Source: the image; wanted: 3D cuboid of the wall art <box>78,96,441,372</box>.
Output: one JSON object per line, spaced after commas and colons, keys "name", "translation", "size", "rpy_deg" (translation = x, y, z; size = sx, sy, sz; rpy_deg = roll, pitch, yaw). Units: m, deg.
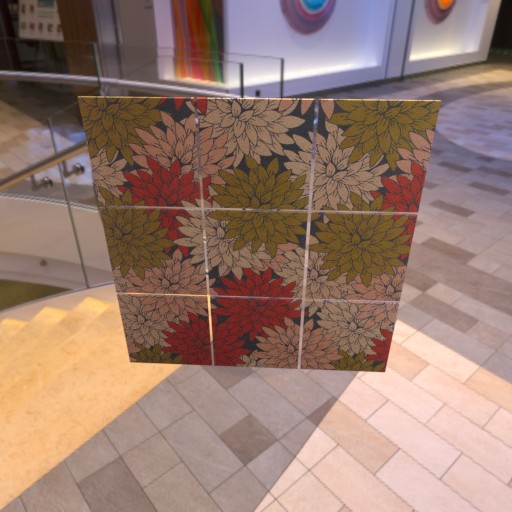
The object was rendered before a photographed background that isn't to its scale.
{"name": "wall art", "translation": [0.000, 0.000, 2.249], "size": [1.519, 1.534, 0.013], "rpy_deg": [2, 31, 3]}
